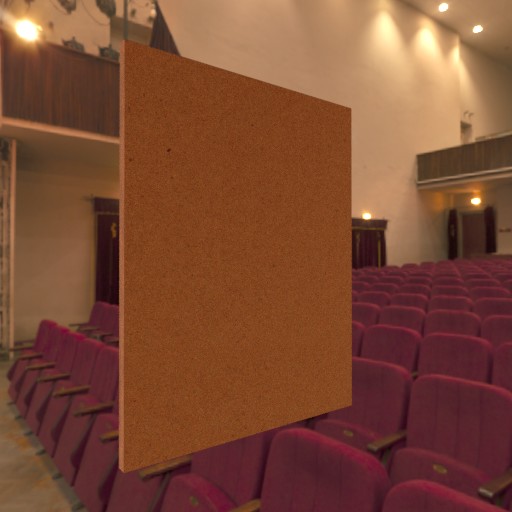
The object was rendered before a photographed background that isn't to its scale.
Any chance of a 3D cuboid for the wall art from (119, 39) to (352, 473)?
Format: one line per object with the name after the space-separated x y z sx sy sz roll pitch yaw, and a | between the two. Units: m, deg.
0.000 0.000 0.779 0.481 0.613 0.020 0 0 -37 | wall art
